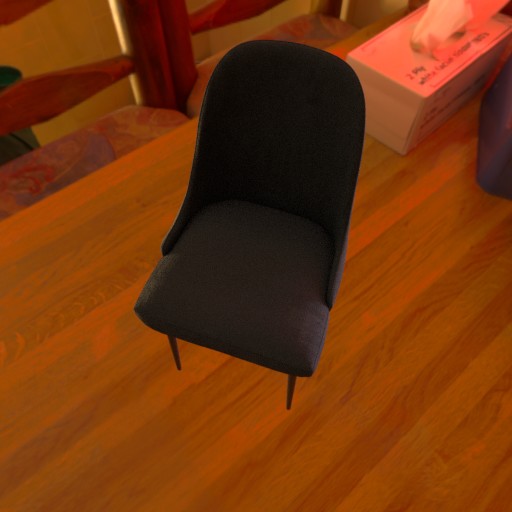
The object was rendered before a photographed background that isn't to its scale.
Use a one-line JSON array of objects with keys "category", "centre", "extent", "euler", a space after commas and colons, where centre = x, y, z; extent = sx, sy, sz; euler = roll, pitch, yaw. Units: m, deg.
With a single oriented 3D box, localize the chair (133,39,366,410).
[{"category": "chair", "centre": [0.000, 0.000, 1.198], "extent": [0.478, 0.896, 0.559], "euler": [17, 59, 10]}]
